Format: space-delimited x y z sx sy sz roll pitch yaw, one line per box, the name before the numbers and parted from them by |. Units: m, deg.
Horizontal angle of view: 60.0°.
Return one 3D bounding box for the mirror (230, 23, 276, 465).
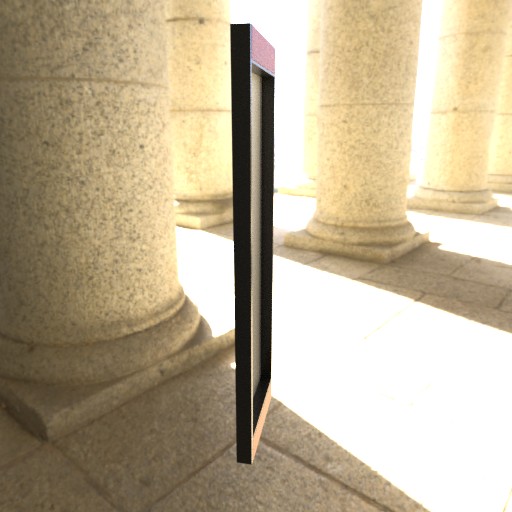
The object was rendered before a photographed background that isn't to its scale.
mirror | 0.000 0.000 1.253 0.047 1.123 0.343 3 17 11
